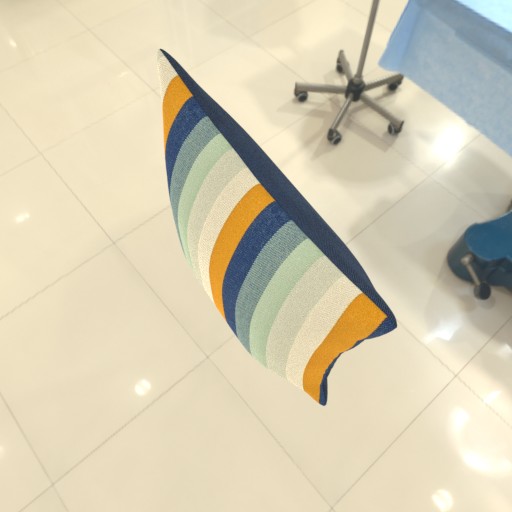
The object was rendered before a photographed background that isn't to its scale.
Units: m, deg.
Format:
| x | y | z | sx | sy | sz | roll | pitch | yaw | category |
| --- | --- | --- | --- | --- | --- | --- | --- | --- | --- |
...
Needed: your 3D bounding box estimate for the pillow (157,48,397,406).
| x | y | z | sx | sy | sz | roll | pitch | yaw | category |
| --- | --- | --- | --- | --- | --- | --- | --- | --- | --- |
| 0.000 | 0.000 | 0.696 | 0.173 | 0.454 | 0.463 | -31 | 66 | -15 | pillow |
